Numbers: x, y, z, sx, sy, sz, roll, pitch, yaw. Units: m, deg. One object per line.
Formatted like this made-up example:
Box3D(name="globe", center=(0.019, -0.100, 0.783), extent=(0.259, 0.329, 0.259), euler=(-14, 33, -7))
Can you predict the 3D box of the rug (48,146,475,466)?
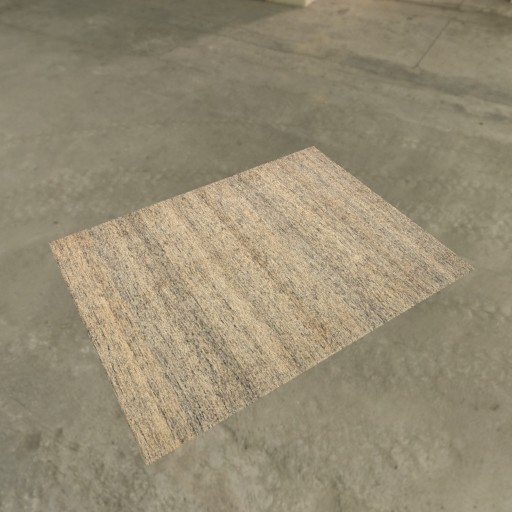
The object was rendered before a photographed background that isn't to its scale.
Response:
Box3D(name="rug", center=(0.000, 0.000, 4.149), extent=(3.199, 0.036, 2.414), euler=(-25, 51, -22))
